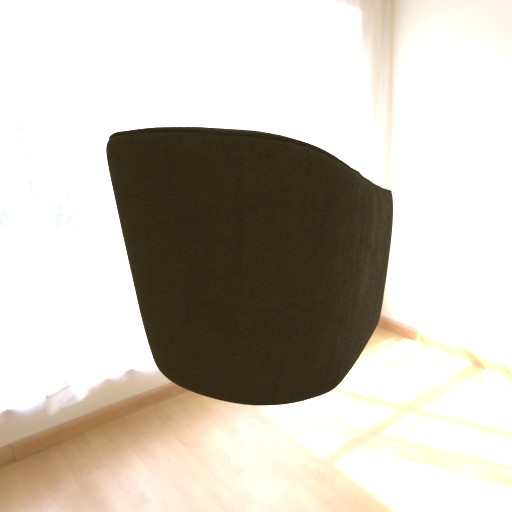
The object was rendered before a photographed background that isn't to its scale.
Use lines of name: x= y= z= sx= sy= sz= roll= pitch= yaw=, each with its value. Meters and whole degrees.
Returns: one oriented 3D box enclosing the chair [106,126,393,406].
chair: x=0.000 y=0.000 z=1.439 sx=0.747 sy=0.799 sz=0.875 roll=8 pitch=17 yaw=25
